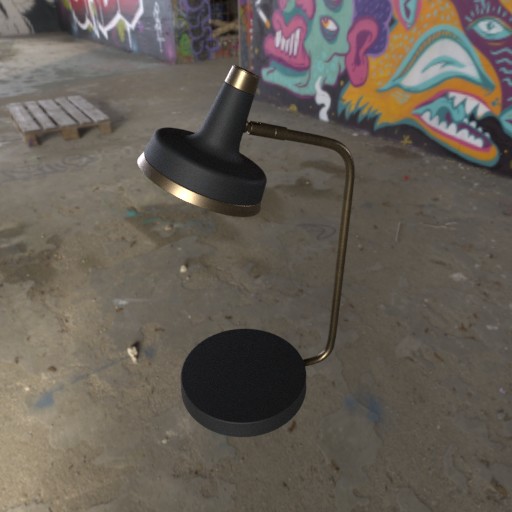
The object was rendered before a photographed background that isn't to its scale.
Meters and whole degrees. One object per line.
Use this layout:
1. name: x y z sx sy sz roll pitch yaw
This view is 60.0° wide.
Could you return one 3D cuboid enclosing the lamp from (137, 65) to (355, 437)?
1. lamp: 0.000 0.000 0.478 0.218 0.385 0.162 -9 33 -14
